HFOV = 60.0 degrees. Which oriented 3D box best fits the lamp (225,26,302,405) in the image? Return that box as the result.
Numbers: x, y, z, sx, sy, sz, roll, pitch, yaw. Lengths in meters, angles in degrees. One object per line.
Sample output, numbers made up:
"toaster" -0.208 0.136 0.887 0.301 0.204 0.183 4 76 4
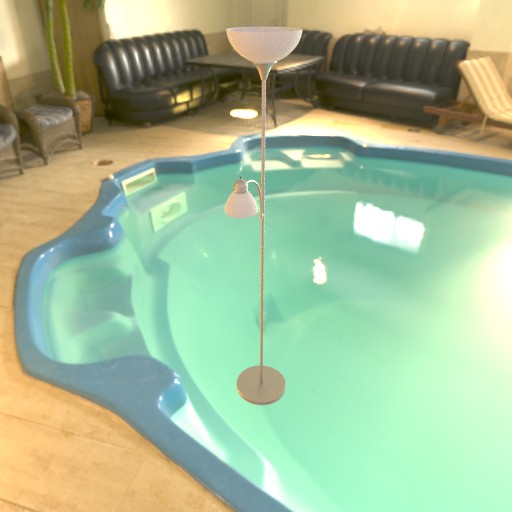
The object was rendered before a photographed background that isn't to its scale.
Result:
"lamp" 0.000 0.000 1.987 0.279 1.804 0.425 12 33 19
